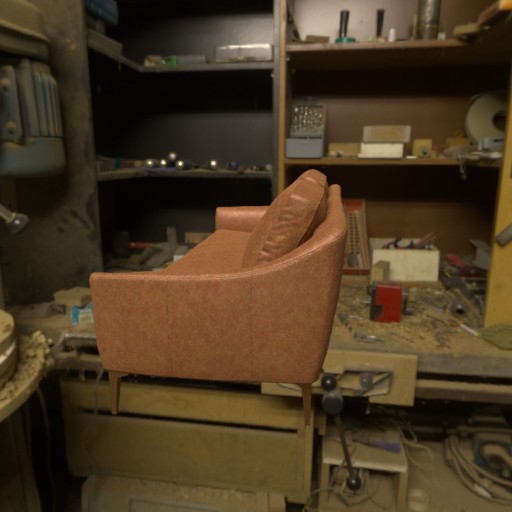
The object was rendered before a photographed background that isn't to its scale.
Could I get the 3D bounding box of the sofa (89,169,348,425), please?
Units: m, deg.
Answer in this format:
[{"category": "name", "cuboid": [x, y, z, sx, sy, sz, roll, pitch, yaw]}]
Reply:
[{"category": "sofa", "cuboid": [0.000, 0.000, 2.613, 0.981, 0.945, 2.036, 2, 14, 9]}]
